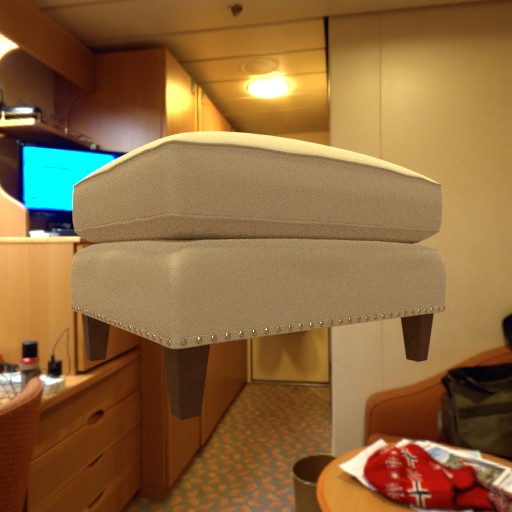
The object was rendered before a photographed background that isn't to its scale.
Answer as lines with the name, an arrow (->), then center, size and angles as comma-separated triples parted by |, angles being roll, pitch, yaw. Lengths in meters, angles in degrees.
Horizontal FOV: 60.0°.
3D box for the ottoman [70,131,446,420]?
ottoman -> 0.000, 0.000, 1.098 | 0.741, 0.513, 0.584 | 0, 0, -36
